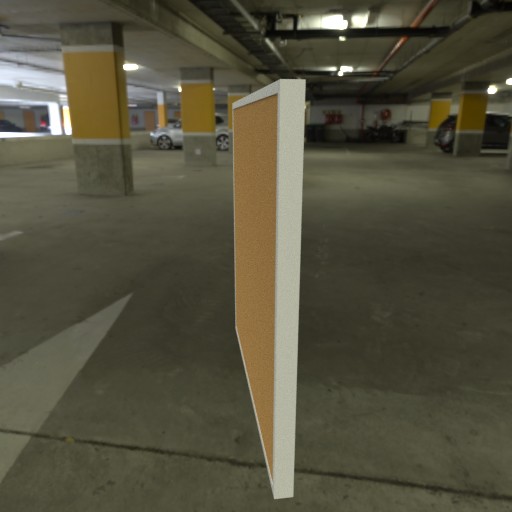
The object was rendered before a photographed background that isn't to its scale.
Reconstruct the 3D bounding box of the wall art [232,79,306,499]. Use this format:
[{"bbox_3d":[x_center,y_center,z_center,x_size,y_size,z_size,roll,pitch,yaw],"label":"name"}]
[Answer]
[{"bbox_3d":[0.000,0.000,1.118,0.038,0.762,0.762,-2,17,-8],"label":"wall art"}]
